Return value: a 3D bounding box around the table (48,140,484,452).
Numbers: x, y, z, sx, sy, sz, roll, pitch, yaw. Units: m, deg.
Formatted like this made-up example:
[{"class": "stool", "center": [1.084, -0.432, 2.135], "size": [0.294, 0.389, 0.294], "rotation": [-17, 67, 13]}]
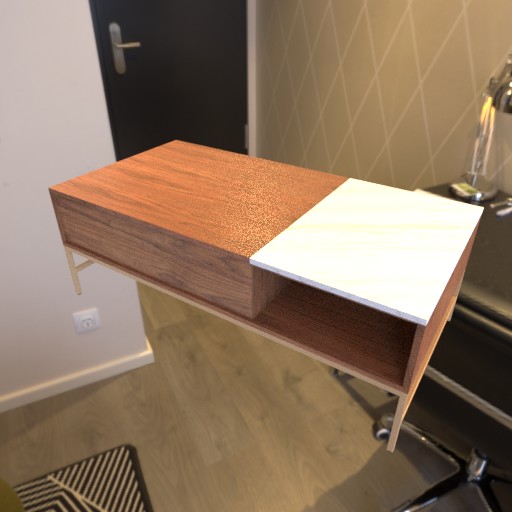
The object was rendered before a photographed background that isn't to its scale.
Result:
[{"class": "table", "center": [0.000, 0.000, 1.910], "size": [1.553, 0.551, 0.789], "rotation": [19, 36, 28]}]
